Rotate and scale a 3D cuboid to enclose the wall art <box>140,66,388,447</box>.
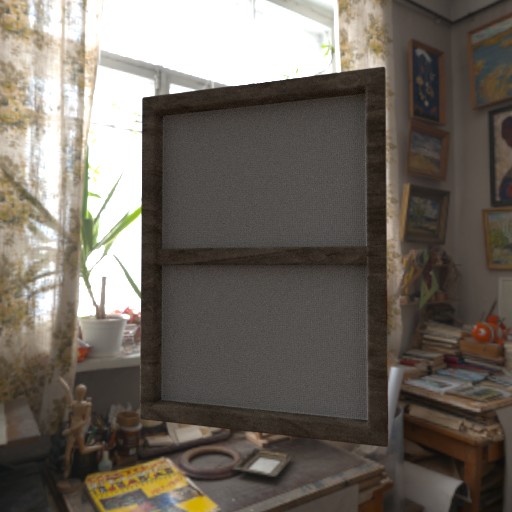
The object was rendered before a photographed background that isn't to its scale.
[{"bbox_3d":[0.000,0.000,0.782,0.443,0.605,0.035,0,-2,17],"label":"wall art"}]
